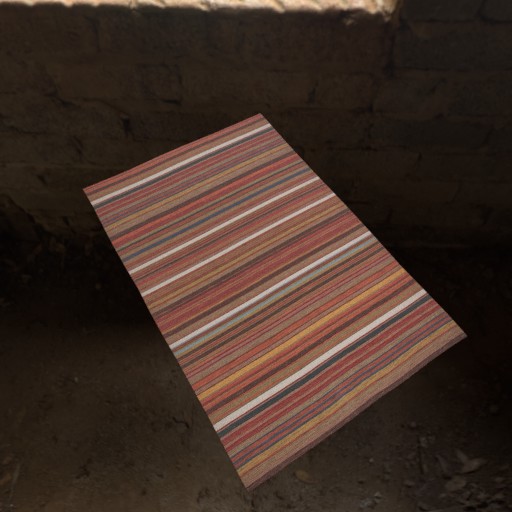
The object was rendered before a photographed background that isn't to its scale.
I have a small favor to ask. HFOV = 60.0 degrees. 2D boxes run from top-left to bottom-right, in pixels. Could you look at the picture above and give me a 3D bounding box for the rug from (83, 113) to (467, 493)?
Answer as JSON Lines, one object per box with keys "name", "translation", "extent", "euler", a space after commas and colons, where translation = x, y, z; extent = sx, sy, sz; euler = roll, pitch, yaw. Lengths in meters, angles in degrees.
{"name": "rug", "translation": [0.000, 0.000, 2.321], "extent": [1.217, 0.007, 1.828], "euler": [-28, 62, -16]}
